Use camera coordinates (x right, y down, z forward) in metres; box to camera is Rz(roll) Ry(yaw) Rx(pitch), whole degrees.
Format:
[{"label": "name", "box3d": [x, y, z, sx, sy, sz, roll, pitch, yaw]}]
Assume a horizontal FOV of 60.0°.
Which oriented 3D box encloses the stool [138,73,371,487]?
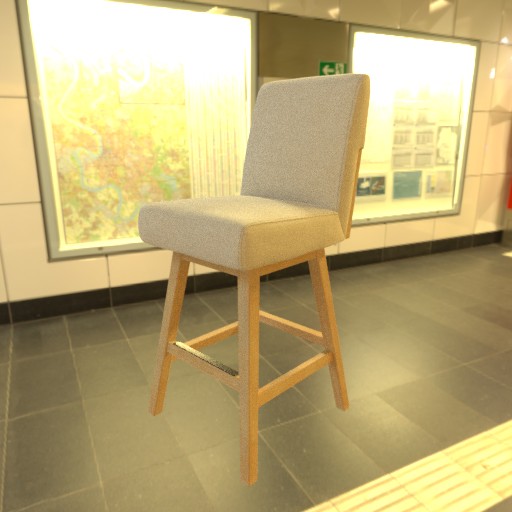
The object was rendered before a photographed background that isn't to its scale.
[{"label": "stool", "box3d": [0.000, 0.000, 1.295, 0.446, 1.015, 0.543, 14, 21, 42]}]
